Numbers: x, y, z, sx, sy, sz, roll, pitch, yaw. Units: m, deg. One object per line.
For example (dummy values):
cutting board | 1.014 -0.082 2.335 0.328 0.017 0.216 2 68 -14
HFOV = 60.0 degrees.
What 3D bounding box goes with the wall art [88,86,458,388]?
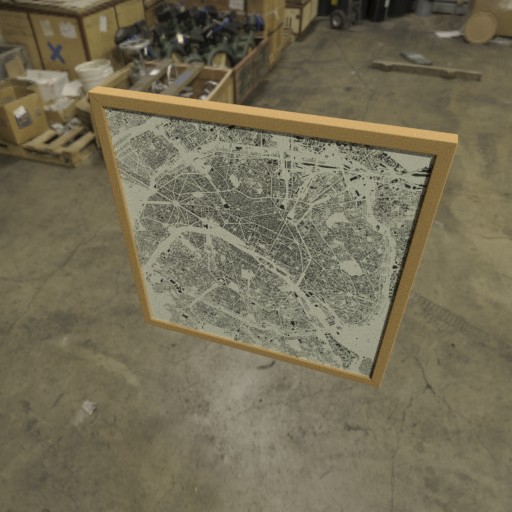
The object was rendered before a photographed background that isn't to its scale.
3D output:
wall art | 0.000 0.000 1.131 0.761 0.761 0.037 12 42 14
